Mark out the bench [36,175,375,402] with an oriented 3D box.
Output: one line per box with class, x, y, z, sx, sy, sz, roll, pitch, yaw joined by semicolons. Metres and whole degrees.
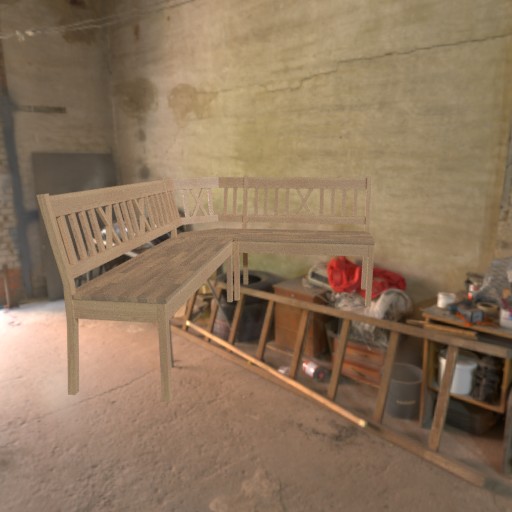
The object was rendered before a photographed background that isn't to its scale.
bench;0.000;0.000;2.742;1.537;0.902;1.937;2;13;8
